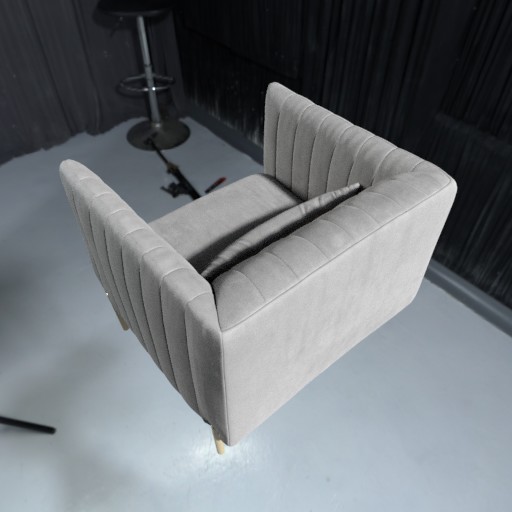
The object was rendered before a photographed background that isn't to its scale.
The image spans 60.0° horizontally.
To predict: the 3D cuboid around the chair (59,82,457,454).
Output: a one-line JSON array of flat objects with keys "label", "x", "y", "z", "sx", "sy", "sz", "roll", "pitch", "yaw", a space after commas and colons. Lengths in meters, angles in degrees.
[{"label": "chair", "x": 0.000, "y": 0.000, "z": 1.626, "sx": 0.981, "sy": 0.779, "sz": 0.873, "roll": -31, "pitch": 53, "yaw": -26}]
